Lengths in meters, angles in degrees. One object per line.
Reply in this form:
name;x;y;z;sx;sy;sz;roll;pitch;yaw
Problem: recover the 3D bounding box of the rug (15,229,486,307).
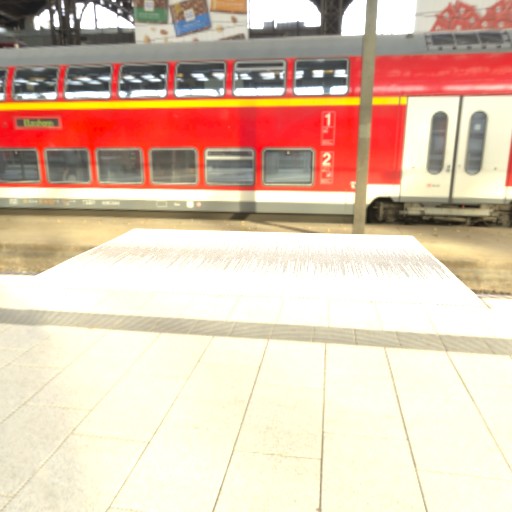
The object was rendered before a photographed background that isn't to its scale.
rug;0.000;0.000;2.267;1.815;0.007;1.226;2;14;7
